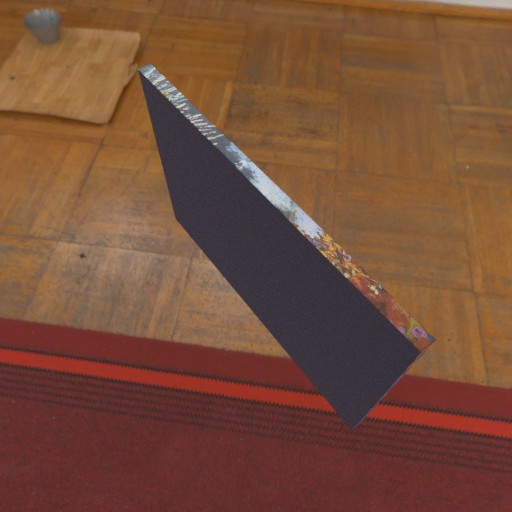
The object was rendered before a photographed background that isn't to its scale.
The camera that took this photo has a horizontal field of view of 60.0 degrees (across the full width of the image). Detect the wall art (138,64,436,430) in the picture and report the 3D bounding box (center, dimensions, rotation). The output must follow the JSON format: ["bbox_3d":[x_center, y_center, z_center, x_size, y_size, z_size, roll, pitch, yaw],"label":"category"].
[{"bbox_3d":[0.000,0.000,1.154,0.037,0.604,0.908,-33,63,-19],"label":"wall art"}]
